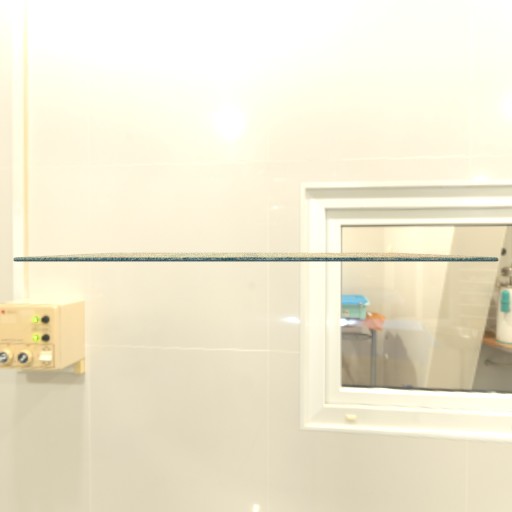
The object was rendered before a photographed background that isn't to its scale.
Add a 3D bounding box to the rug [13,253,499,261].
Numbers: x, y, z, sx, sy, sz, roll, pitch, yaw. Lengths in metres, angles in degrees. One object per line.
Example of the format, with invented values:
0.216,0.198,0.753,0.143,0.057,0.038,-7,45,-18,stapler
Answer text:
0.000,0.000,2.274,1.829,0.016,1.219,0,1,0,rug
